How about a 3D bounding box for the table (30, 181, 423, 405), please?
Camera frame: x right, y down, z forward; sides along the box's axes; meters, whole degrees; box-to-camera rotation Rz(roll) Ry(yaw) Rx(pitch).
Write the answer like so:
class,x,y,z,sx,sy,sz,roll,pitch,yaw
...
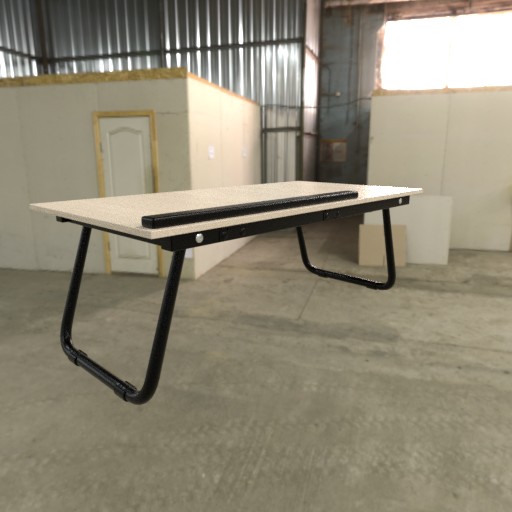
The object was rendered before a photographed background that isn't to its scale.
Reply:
class,x,y,z,sx,sy,sz,roll,pitch,yaw
table,0.000,0.000,0.804,0.322,0.242,0.644,13,19,42
